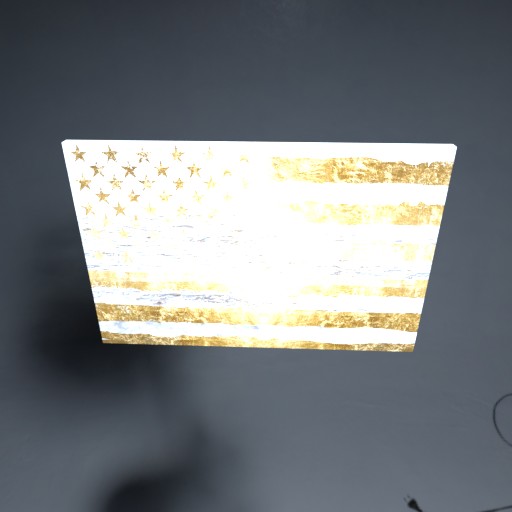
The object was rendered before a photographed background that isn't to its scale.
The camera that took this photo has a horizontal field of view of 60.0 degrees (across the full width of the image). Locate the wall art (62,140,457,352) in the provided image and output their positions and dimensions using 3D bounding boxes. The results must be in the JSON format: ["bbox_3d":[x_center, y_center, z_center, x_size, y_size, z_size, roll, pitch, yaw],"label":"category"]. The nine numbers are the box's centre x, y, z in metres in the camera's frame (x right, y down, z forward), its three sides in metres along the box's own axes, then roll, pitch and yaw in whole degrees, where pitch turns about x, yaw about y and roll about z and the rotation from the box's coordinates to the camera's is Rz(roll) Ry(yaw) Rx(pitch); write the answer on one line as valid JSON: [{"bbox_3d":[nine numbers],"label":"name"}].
[{"bbox_3d":[0.000,0.000,1.200,0.932,0.610,0.027,1,28,2],"label":"wall art"}]
